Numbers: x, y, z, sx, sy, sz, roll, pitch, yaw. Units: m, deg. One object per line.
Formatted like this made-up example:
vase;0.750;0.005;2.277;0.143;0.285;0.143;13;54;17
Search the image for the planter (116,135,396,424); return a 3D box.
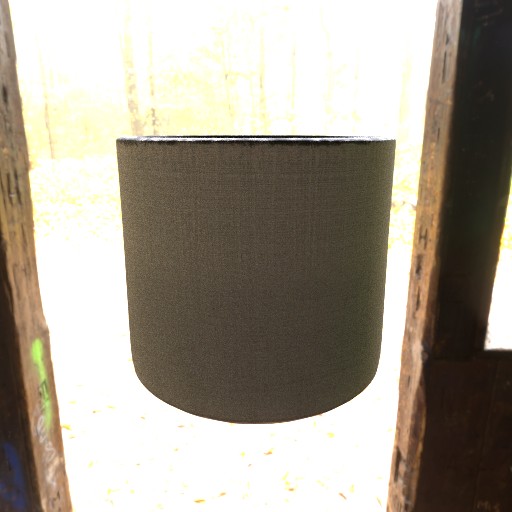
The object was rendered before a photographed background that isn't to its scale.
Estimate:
planter;0.000;0.000;0.384;0.221;0.201;0.221;0;16;0
